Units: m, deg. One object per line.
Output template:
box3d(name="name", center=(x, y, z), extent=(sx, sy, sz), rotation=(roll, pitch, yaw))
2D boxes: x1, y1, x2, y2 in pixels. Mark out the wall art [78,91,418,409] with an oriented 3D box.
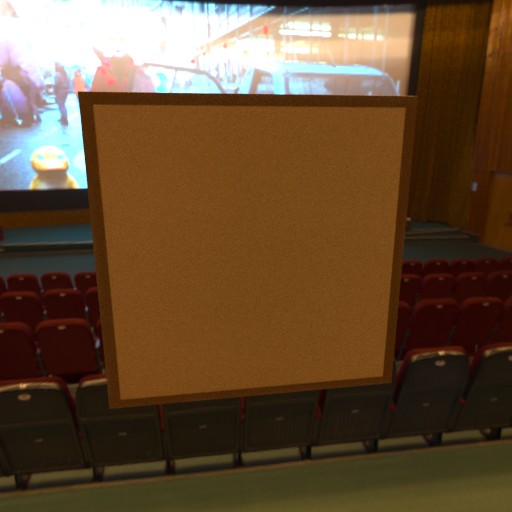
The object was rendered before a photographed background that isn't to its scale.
box3d(name="wall art", center=(0.000, 0.000, 0.742), extent=(0.510, 0.509, 0.033), rotation=(-2, 16, -9))
